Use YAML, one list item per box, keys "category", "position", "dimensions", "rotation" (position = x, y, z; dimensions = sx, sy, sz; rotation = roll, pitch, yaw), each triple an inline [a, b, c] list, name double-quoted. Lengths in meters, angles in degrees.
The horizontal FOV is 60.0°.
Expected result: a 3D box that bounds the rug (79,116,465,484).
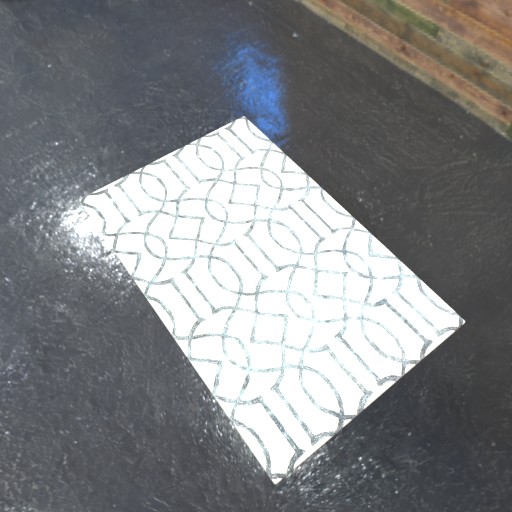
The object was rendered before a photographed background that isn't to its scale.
- category: "rug"
  position: [0.000, 0.000, 3.037]
  dimensions: [1.521, 0.017, 2.365]
  rotation: [-32, 64, -18]
